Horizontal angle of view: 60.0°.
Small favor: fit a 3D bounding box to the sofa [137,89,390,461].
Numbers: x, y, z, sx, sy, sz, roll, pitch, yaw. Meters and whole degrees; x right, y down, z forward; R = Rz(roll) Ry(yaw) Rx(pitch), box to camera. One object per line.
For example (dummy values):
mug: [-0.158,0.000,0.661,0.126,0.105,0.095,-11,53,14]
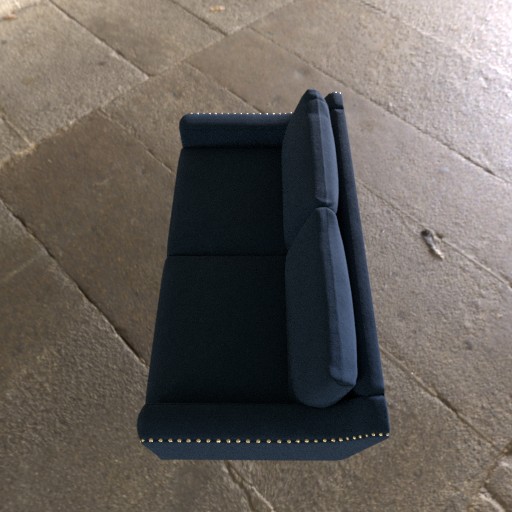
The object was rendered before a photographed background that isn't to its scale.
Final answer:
sofa: [0.000,0.000,2.608,1.104,0.983,2.107,0,58,0]
